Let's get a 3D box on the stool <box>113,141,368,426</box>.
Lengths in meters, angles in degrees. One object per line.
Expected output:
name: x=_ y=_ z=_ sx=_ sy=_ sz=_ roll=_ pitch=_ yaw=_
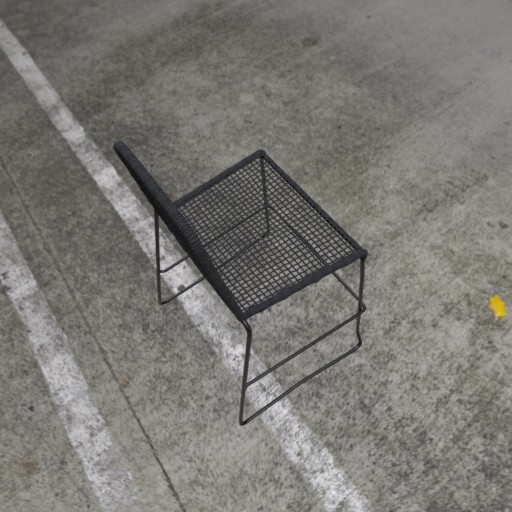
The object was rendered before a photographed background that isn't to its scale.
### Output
stool: x=0.000 y=0.000 z=1.241 sx=0.509 sy=0.905 sz=0.590 roll=-31 pitch=63 yaw=-18
